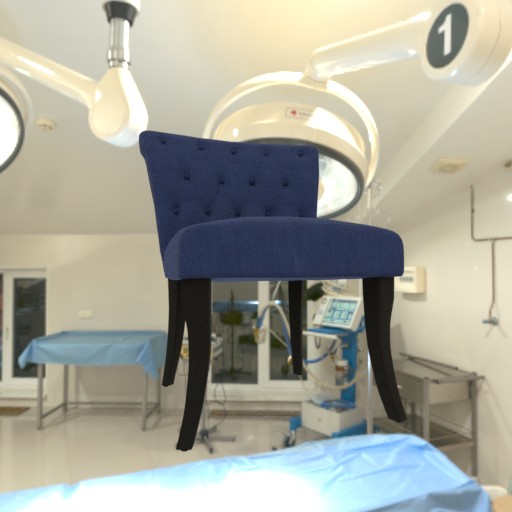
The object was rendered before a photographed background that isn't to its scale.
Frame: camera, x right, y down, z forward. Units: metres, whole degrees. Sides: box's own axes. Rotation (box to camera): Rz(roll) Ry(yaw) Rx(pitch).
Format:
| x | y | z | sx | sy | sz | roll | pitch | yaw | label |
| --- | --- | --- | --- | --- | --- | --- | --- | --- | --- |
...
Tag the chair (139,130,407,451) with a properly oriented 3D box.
| x | y | z | sx | sy | sz | roll | pitch | yaw | label |
| --- | --- | --- | --- | --- | --- | --- | --- | --- | --- |
| 0.000 | 0.000 | 1.190 | 0.585 | 0.753 | 0.606 | 0 | -1 | -19 | chair |
